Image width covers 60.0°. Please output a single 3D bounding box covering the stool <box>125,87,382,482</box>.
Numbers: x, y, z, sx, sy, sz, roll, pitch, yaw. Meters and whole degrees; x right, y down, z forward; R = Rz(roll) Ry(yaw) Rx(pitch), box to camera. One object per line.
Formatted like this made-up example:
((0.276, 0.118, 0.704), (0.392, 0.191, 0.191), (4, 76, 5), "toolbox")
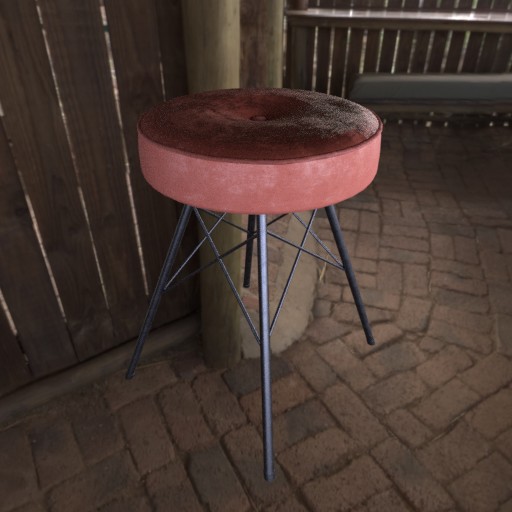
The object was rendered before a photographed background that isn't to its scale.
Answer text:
((0.000, 0.000, 0.904), (0.421, 0.593, 0.457), (22, 39, 30), "stool")
